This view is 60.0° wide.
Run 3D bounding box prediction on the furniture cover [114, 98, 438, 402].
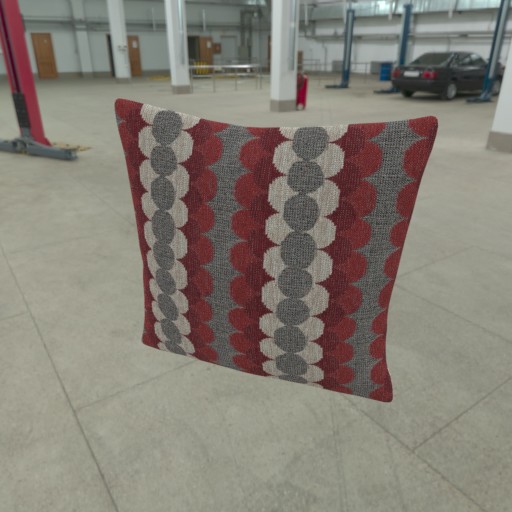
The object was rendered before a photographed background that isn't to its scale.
[{"bbox_3d":[0.000,0.000,0.643,0.435,0.420,0.145,9,27,18],"label":"furniture cover"}]
